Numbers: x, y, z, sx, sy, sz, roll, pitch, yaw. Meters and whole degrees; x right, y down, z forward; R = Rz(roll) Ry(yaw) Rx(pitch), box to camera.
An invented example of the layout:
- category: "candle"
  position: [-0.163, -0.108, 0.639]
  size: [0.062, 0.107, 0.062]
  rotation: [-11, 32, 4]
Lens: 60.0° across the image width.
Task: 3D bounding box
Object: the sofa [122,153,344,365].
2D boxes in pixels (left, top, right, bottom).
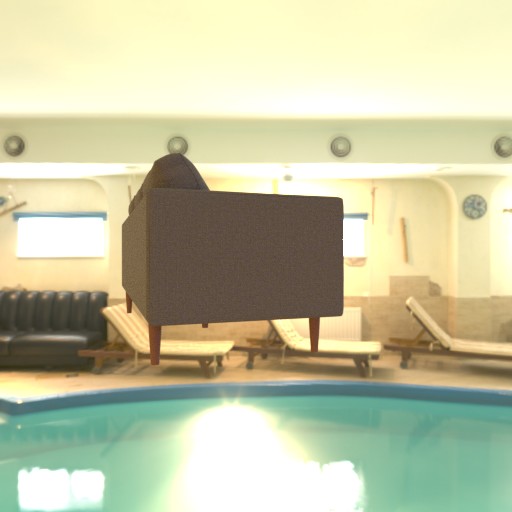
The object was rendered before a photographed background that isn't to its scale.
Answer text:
- category: "sofa"
  position: [0.000, 0.000, 2.896]
  size: [1.591, 0.897, 2.031]
  rotation: [0, 0, -19]
